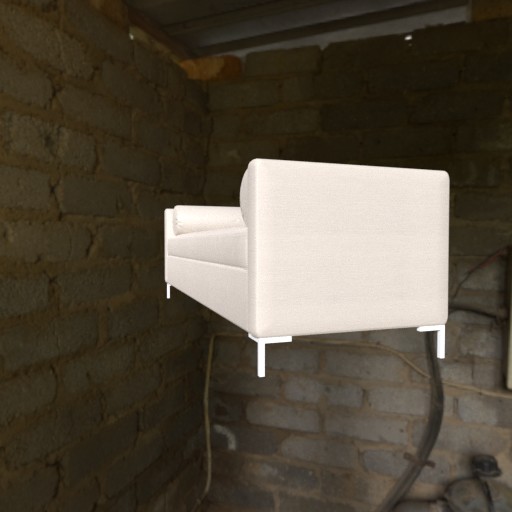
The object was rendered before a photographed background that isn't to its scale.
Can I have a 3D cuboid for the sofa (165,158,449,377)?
[{"bbox_3d":[0.000,0.000,2.291,0.686,0.635,1.981,-1,2,-19],"label":"sofa"}]
